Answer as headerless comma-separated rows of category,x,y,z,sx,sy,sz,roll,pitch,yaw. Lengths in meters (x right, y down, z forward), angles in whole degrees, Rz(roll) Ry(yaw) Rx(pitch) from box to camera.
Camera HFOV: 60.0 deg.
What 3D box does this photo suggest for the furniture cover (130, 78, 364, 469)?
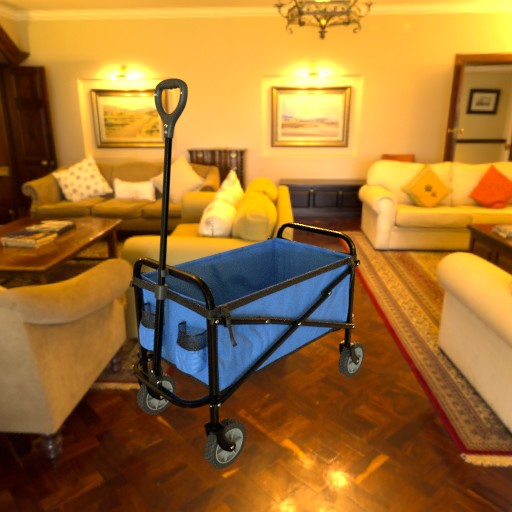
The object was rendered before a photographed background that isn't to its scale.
furniture cover,0.000,0.000,1.796,0.532,1.295,1.038,16,23,42
